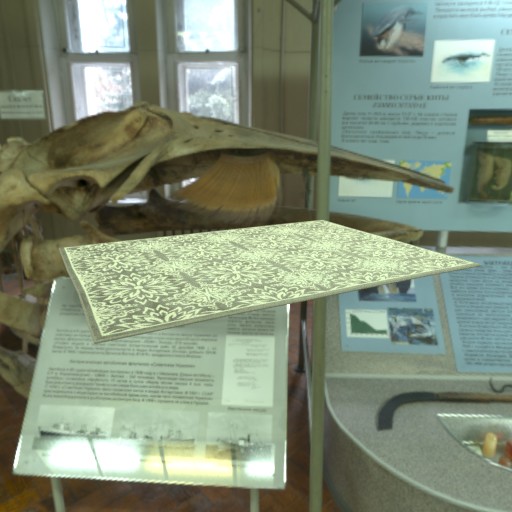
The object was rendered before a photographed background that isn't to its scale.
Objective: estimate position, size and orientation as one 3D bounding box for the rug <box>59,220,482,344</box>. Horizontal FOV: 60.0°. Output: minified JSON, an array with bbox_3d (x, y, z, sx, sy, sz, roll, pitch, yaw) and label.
[{"bbox_3d":[0.000,0.000,2.847,2.213,0.014,1.608,-8,17,-27],"label":"rug"}]
